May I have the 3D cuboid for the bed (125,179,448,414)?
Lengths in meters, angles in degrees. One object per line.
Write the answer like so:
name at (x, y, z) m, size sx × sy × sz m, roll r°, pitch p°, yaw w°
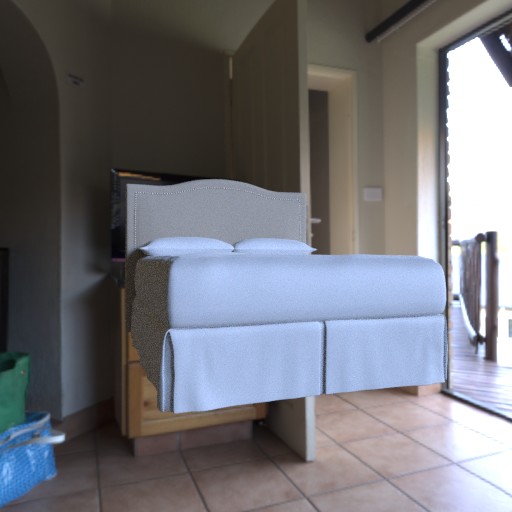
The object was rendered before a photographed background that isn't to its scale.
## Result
bed at (0.000, 0.000, 3.124) m, size 1.678 × 1.398 × 2.052 m, roll 0°, pitch 0°, yaw -19°
